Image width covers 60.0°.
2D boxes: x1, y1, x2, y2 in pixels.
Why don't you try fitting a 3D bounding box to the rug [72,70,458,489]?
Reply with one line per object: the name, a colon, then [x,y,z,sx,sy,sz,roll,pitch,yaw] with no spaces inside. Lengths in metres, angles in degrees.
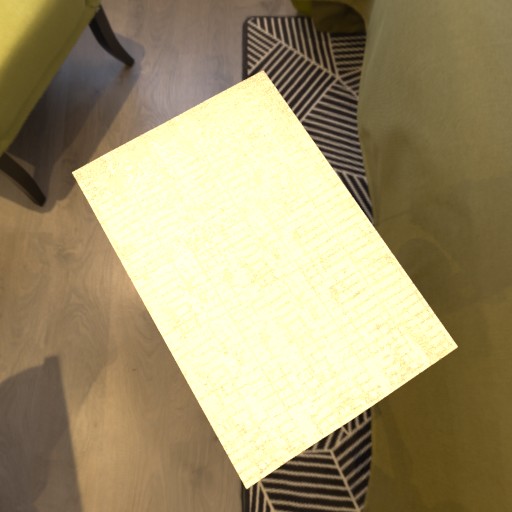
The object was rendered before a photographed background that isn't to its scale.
rug: [0.000,0.000,2.280,1.211,0.007,1.827,-31,78,-7]
